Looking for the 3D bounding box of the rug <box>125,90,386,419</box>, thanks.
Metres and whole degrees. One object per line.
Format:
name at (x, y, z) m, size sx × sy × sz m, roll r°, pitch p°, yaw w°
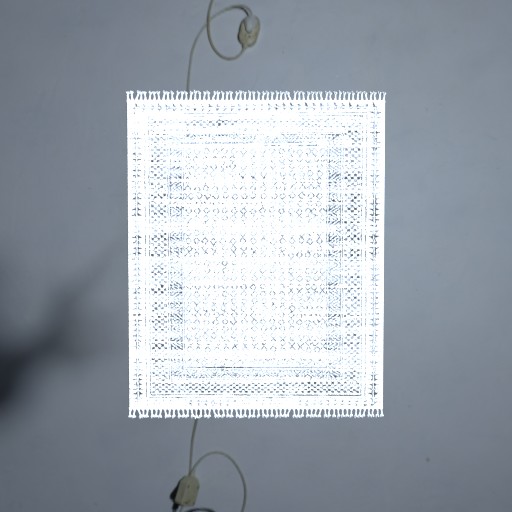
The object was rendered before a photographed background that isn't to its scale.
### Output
rug at (0.000, 0.000, 3.963) m, size 2.312 × 0.013 × 2.940 m, roll 0°, pitch 91°, yaw 0°
